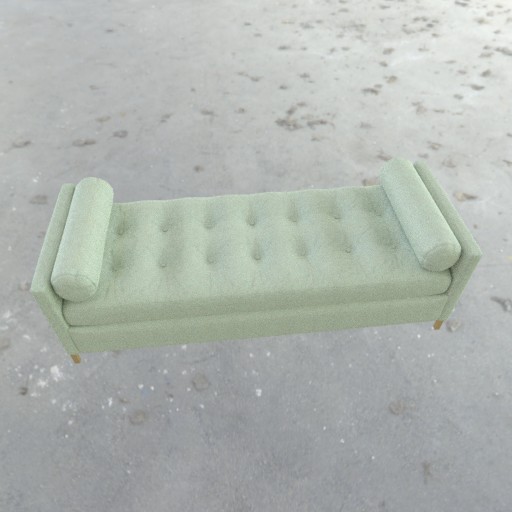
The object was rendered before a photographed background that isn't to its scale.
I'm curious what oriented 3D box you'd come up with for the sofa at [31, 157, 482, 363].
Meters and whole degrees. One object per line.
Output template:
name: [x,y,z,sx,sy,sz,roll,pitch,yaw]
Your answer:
sofa: [0.000,0.000,2.482,2.102,0.705,0.796,-5,47,-4]
